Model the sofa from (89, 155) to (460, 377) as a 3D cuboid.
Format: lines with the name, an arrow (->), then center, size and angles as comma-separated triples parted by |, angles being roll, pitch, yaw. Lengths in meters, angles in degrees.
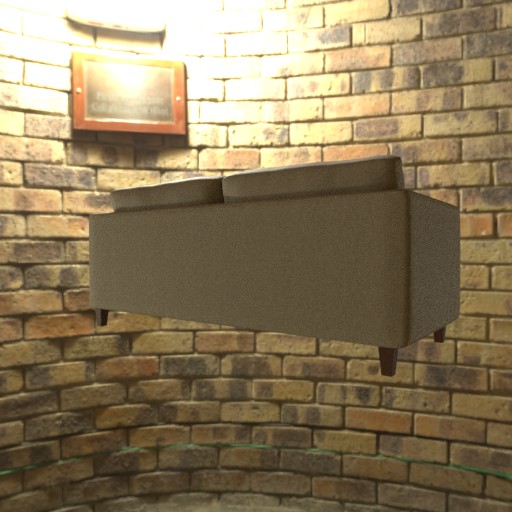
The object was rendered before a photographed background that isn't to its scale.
sofa -> 0.000, 0.000, 2.766 | 2.208, 0.963, 0.956 | 1, 1, 36
